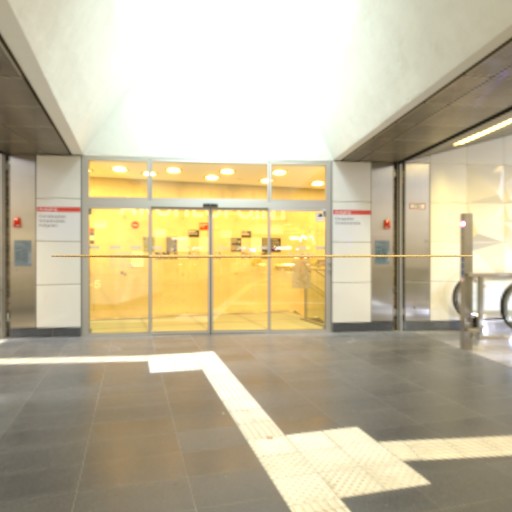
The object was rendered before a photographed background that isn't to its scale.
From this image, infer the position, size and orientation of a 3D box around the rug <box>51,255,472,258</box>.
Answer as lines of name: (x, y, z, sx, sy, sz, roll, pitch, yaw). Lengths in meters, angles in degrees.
rug: (0.000, 0.000, 4.097, 3.046, 0.015, 2.446, 0, 0, -35)
